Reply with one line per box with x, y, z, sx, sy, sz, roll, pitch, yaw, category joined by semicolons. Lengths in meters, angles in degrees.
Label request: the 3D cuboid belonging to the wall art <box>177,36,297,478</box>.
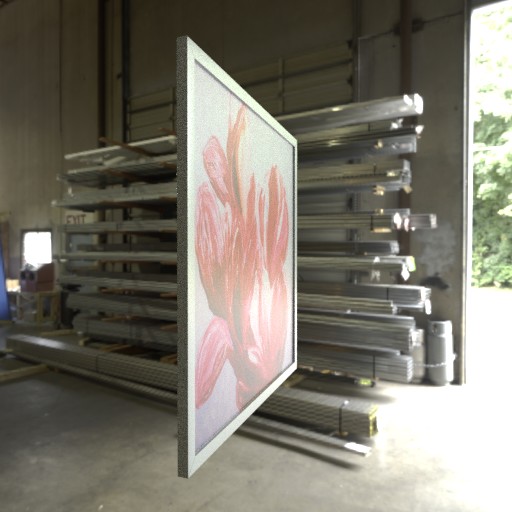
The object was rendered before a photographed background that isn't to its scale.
0.000;0.000;1.186;0.022;0.803;0.805;0;1;19;wall art
